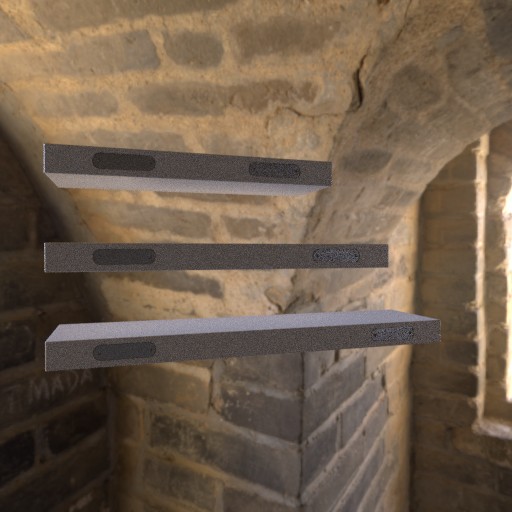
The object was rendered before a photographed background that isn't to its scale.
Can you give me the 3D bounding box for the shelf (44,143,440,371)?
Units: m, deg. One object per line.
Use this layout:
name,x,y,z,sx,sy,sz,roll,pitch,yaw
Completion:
shelf,0.000,0.000,0.724,0.610,0.293,0.140,0,1,-17
